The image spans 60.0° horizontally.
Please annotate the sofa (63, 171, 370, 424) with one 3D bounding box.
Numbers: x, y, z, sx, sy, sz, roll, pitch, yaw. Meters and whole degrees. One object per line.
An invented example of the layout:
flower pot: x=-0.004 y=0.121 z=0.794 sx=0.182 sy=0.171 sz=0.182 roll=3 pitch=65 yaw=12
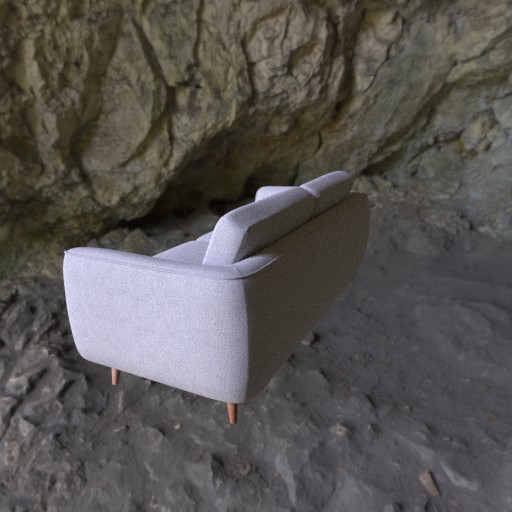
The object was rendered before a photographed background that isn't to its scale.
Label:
sofa: x=0.000 y=0.000 z=2.517 sx=0.920 sy=0.850 sz=2.000 roll=8 pitch=19 yaw=25
